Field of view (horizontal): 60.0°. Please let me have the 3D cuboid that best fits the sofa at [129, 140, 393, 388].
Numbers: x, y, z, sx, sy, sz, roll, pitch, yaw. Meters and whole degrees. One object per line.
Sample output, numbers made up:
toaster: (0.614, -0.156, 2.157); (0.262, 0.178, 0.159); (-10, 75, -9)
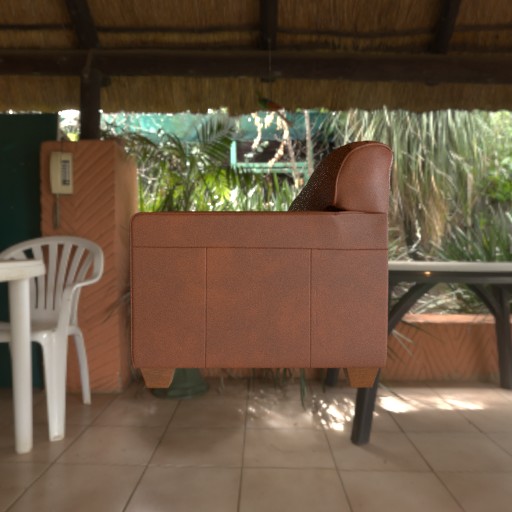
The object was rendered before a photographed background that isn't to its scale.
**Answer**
sofa: (0.000, 0.000, 2.610); (1.008, 0.953, 2.039); (0, 1, 0)
